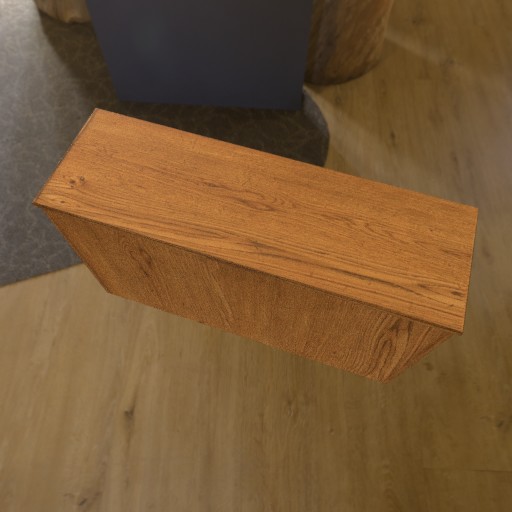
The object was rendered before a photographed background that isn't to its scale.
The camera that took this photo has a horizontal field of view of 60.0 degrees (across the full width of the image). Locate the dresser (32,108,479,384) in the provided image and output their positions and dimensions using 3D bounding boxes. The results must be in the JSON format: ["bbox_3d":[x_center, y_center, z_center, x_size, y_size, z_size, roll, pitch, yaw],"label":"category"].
[{"bbox_3d":[0.000,0.000,2.142,1.657,0.932,0.563,17,64,8],"label":"dresser"}]
